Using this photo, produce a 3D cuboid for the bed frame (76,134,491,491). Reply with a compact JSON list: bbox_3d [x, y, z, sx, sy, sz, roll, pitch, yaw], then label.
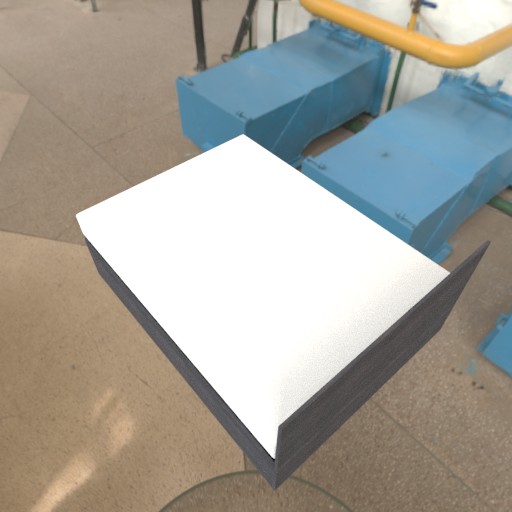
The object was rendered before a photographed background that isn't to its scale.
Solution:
[{"bbox_3d":[0.000,0.000,2.642,1.400,0.800,1.900,-33,56,-26],"label":"bed frame"}]
